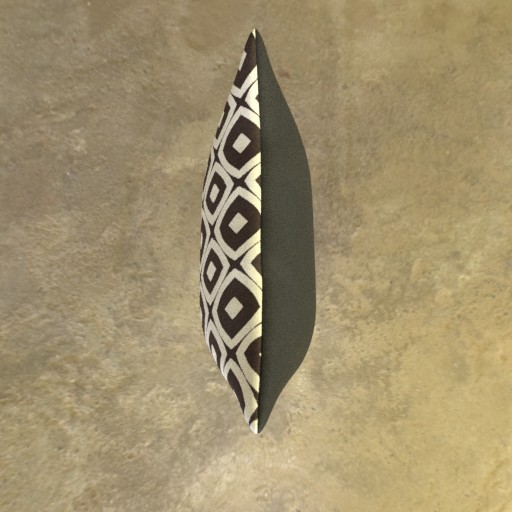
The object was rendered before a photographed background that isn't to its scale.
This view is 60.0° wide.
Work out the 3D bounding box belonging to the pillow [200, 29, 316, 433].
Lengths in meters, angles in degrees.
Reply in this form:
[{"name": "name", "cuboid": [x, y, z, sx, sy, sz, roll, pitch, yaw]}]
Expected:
[{"name": "pillow", "cuboid": [0.000, 0.000, 0.765, 0.188, 0.494, 0.504, 0, 76, 0]}]
